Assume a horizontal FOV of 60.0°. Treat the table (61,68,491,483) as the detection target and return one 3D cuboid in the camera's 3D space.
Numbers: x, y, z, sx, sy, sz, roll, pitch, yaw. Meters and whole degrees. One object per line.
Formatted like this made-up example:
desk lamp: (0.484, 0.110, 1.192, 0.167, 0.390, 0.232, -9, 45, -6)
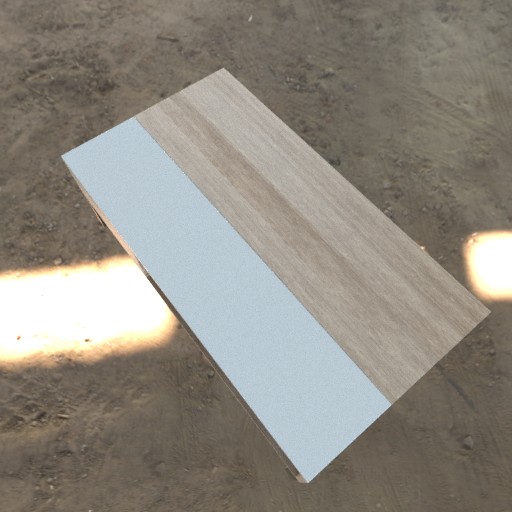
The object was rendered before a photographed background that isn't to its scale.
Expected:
table: (0.000, 0.000, 1.354, 0.600, 0.350, 1.100, -35, 68, -16)
